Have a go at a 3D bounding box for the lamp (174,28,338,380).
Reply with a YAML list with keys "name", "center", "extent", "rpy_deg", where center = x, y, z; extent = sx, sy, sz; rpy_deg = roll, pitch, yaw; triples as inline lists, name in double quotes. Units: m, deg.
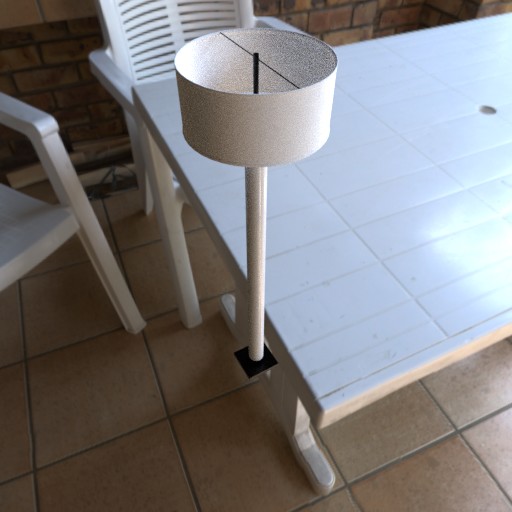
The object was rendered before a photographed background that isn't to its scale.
- name: "lamp"
  center: [0.000, 0.000, 1.655]
  extent: [0.420, 1.475, 0.420]
  rpy_deg: [-22, 50, -20]
